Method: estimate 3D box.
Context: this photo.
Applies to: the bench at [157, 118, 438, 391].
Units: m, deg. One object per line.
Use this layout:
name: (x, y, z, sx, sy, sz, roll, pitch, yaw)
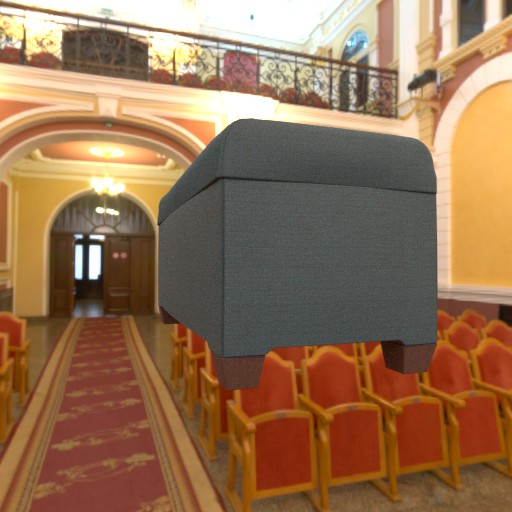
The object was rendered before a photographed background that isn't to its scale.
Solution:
bench: (0.000, 0.000, 1.257, 0.476, 0.474, 0.995, 0, -1, -18)
